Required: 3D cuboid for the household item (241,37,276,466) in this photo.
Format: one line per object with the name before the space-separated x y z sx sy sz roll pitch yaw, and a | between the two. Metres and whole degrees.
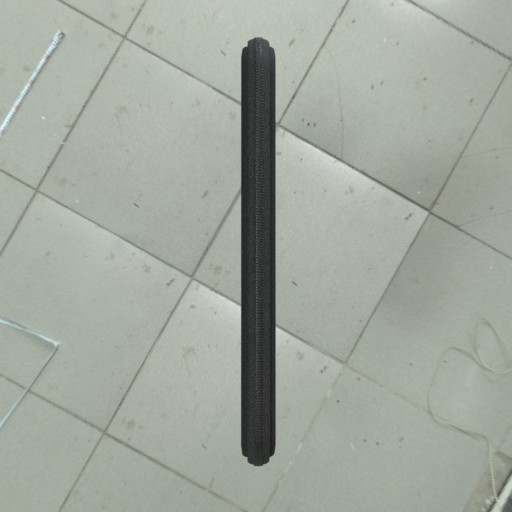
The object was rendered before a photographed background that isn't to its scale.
household item | 0.000 0.000 0.515 0.030 0.305 0.396 0 89 -1
